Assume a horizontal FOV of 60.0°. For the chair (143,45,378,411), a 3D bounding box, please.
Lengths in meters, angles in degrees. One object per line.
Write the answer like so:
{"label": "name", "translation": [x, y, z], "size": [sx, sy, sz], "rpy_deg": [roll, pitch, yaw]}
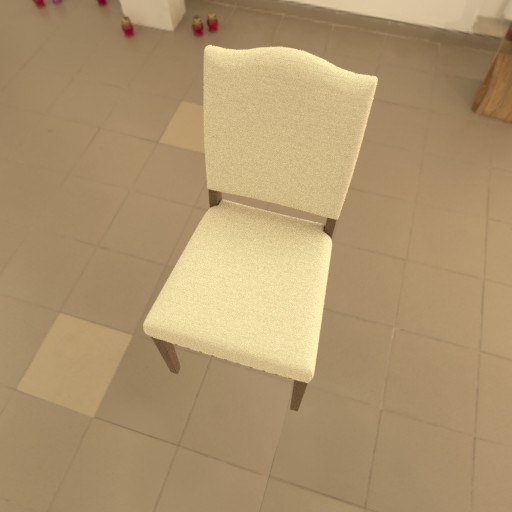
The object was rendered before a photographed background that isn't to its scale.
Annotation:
{"label": "chair", "translation": [0.000, 0.000, 1.354], "size": [0.508, 1.015, 0.619], "rpy_deg": [15, 61, 8]}
